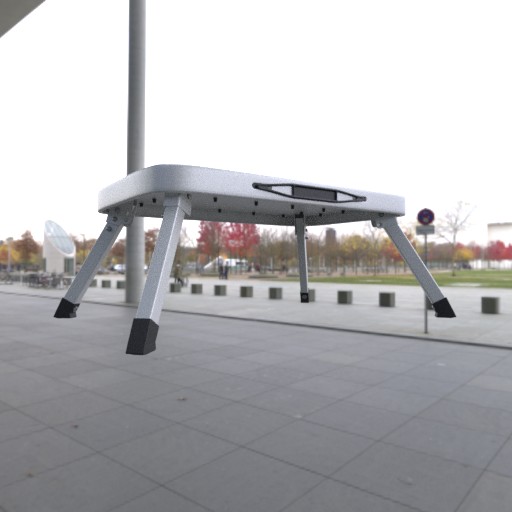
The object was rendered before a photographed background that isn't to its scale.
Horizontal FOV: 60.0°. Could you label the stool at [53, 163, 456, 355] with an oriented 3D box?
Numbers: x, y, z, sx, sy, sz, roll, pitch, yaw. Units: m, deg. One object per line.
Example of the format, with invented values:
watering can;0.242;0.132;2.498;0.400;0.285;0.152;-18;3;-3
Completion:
stool;0.000;0.000;0.609;0.460;0.170;0.320;1;-1;-35
